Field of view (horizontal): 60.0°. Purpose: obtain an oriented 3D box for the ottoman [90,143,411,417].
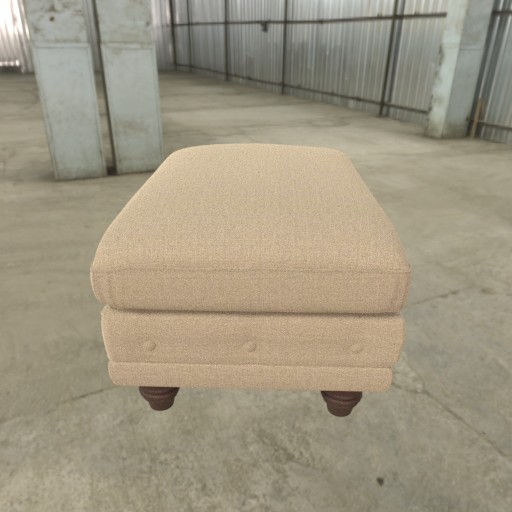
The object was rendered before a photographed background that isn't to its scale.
[{"bbox_3d":[0.000,0.000,1.060,0.541,0.463,0.684,1,26,2],"label":"ottoman"}]
